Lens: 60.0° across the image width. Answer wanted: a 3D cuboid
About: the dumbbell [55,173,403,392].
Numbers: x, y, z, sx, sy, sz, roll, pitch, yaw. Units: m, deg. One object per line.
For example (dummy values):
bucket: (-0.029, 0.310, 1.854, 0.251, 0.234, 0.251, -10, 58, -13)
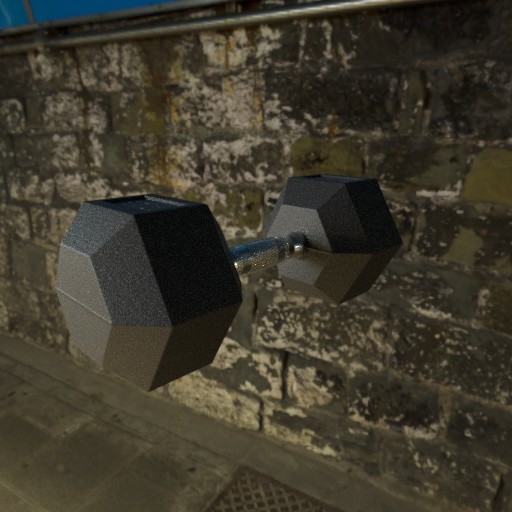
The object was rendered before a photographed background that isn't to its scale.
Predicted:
dumbbell: (0.000, 0.000, 0.446, 0.361, 0.137, 0.157, -15, 22, -42)
